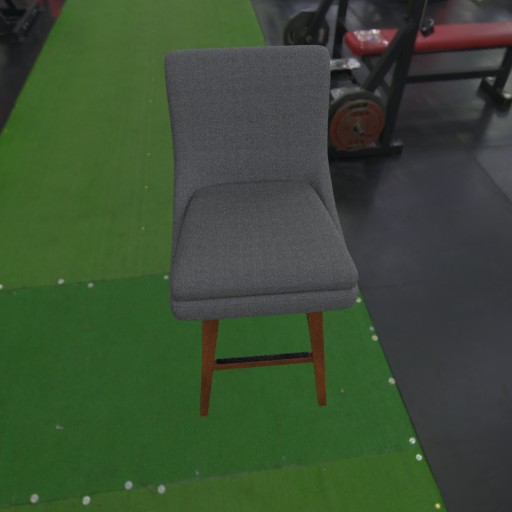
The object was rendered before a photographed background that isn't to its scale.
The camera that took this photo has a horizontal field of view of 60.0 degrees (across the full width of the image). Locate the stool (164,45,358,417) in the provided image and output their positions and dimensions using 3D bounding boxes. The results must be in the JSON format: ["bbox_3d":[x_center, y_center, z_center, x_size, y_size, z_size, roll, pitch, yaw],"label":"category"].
[{"bbox_3d":[0.000,0.000,1.267,0.447,0.977,0.524,-4,47,-4],"label":"stool"}]
